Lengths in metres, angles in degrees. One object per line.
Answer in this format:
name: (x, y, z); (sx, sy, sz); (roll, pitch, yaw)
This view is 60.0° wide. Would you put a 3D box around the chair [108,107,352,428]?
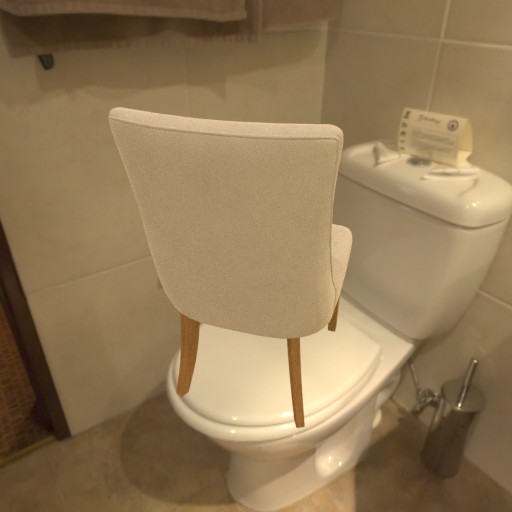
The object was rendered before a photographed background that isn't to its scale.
chair: (0.000, 0.000, 1.265); (0.495, 0.902, 0.610); (9, 33, 15)
